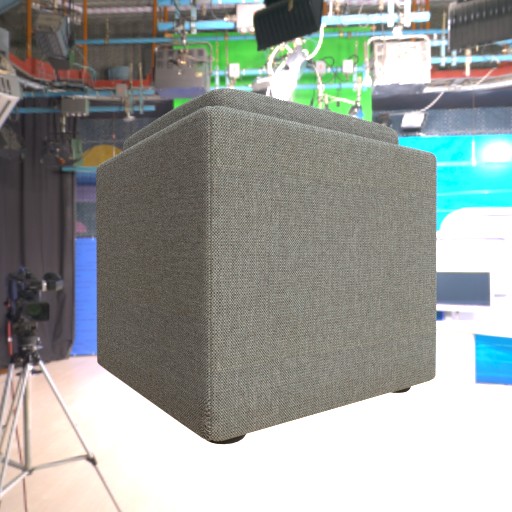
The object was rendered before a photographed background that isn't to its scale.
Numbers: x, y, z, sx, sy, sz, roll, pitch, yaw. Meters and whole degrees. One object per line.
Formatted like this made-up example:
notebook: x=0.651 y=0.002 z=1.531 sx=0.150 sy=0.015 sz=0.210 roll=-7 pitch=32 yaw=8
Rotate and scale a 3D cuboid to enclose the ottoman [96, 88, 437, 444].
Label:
ottoman: x=0.000 y=0.000 z=0.803 sx=0.450 sy=0.460 sz=0.450 roll=0 pitch=1 yaw=-35
